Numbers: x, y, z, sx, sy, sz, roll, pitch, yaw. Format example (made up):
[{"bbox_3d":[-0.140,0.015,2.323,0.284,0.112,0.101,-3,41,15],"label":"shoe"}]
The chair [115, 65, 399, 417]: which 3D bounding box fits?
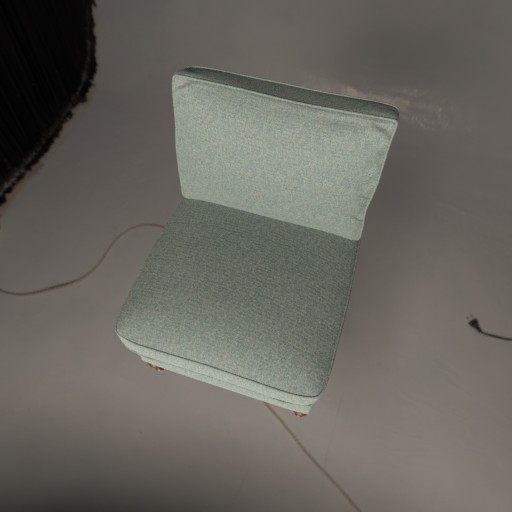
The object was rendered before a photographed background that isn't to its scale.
[{"bbox_3d":[0.000,0.000,1.402,0.624,0.901,0.796,15,60,9],"label":"chair"}]
